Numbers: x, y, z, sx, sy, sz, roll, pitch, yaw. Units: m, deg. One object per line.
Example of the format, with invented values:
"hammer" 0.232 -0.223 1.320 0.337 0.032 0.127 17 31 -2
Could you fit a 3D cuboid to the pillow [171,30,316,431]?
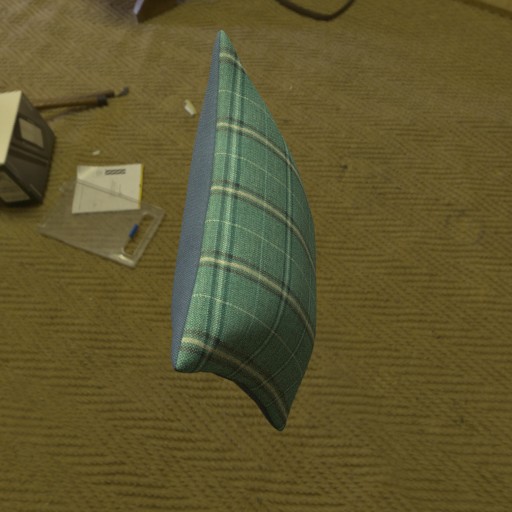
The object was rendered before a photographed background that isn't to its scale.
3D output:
"pillow" 0.000 0.000 0.674 0.200 0.430 0.453 3 62 1
